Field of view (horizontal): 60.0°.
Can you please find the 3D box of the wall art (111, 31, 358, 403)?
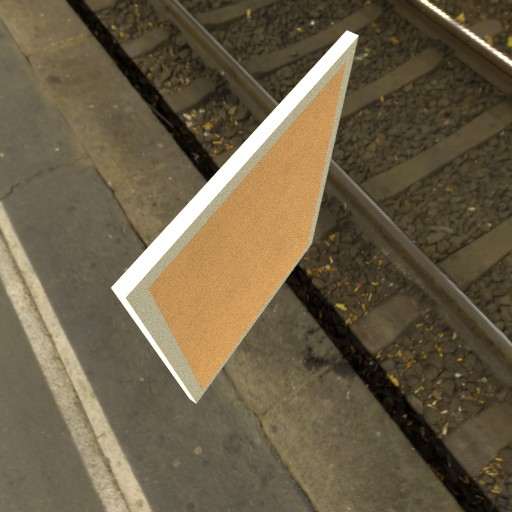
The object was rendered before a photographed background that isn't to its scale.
[{"bbox_3d":[0.000,0.000,1.088,0.026,0.811,0.661,31,66,15],"label":"wall art"}]
